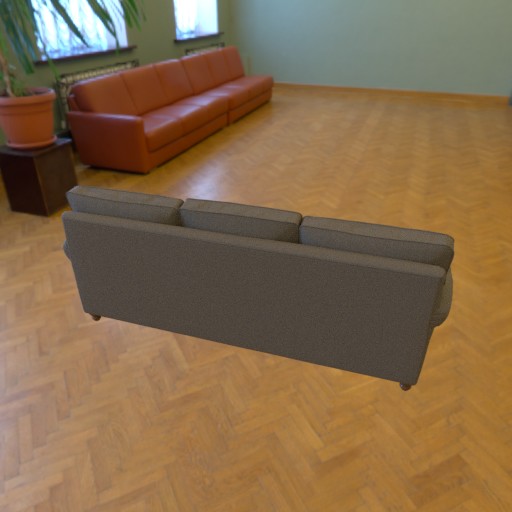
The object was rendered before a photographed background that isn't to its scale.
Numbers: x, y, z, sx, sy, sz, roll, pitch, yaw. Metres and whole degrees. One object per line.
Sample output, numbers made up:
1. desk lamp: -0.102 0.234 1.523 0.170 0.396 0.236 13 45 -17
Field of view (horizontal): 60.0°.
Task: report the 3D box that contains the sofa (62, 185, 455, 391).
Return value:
1. sofa: 0.000 0.000 2.902 2.353 0.948 0.966 9 31 16
